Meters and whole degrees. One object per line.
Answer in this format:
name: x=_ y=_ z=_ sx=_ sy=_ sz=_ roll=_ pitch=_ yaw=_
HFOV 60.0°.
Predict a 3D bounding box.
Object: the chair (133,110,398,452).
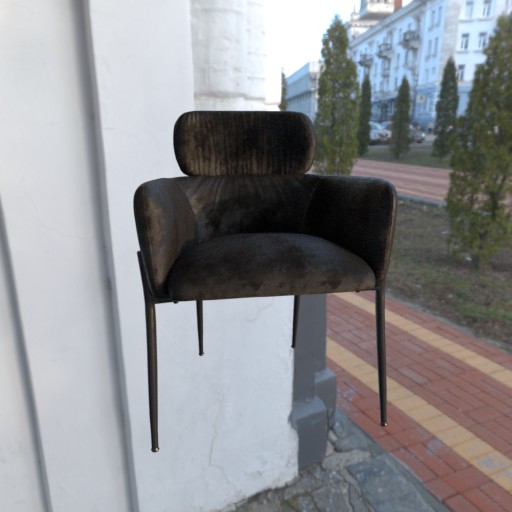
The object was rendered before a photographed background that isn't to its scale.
chair: x=0.000 y=0.000 z=1.290 sx=0.640 sy=0.818 sz=0.604 roll=-3 pitch=17 yaw=-9
